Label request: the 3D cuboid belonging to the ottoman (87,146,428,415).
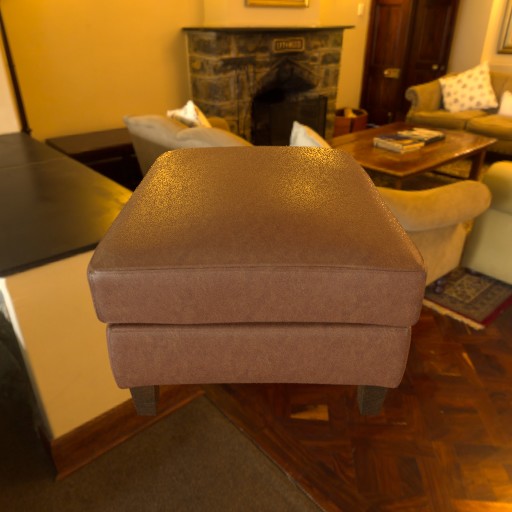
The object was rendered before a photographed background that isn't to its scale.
[{"bbox_3d":[0.000,0.000,1.255,0.650,0.485,0.851,0,28,0],"label":"ottoman"}]
